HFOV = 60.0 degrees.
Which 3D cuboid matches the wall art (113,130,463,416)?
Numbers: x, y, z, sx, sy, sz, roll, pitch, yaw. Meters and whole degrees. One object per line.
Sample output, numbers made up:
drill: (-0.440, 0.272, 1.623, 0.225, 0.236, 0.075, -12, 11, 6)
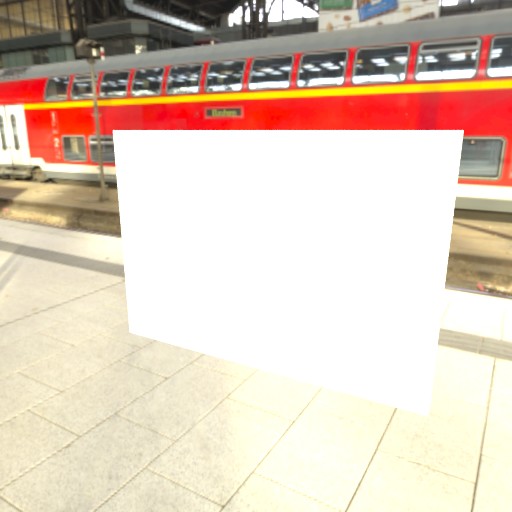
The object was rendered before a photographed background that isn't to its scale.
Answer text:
wall art: (0.000, 0.000, 1.655, 1.308, 0.902, 0.051, 8, 18, 28)
